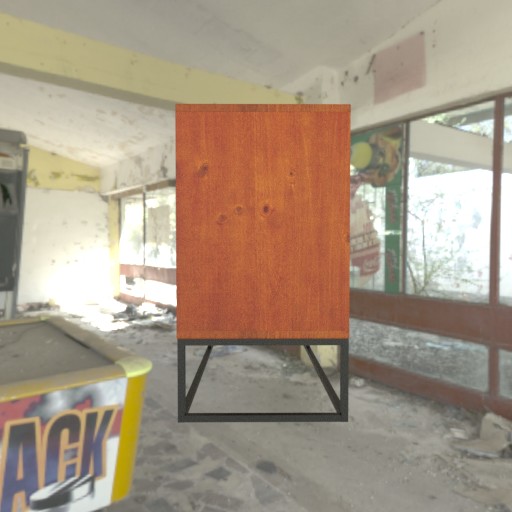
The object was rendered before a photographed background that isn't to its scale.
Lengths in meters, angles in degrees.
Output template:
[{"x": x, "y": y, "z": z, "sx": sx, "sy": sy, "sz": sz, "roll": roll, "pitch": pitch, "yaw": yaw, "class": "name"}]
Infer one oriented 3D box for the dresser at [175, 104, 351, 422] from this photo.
[{"x": 0.000, "y": 0.000, "z": 1.893, "sx": 0.464, "sy": 0.810, "sz": 1.536, "roll": 0, "pitch": 2, "yaw": 0, "class": "dresser"}]
